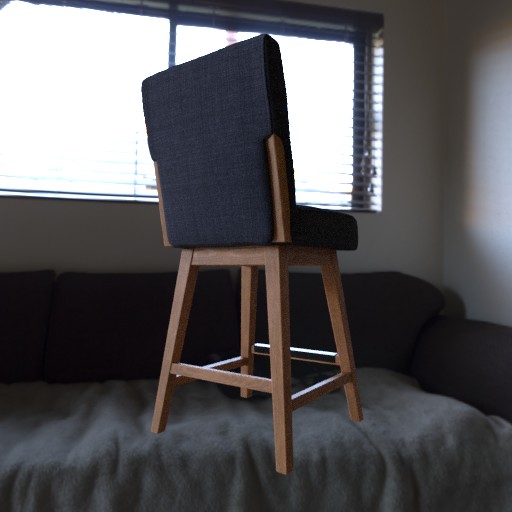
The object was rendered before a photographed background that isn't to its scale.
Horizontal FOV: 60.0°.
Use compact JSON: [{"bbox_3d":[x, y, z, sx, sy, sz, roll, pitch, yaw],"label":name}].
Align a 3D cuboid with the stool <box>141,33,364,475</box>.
[{"bbox_3d":[0.000,0.000,1.311,0.459,1.010,0.526,-1,-2,35],"label":"stool"}]
